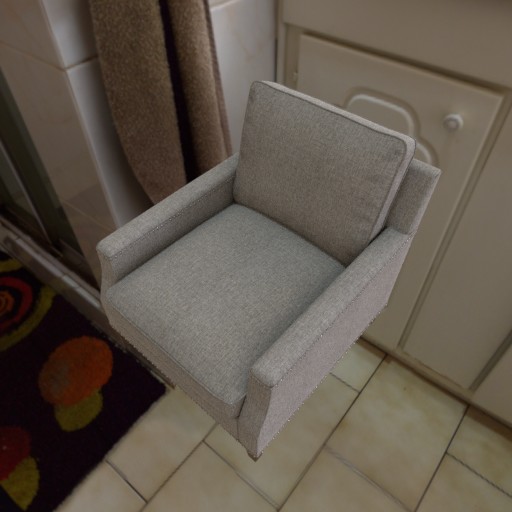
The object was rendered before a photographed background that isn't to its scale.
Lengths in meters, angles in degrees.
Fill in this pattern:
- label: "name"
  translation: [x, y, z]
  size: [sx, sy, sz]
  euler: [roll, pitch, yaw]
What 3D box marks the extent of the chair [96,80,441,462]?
- label: "chair"
  translation: [0.000, 0.000, 1.709]
  size: [0.853, 0.943, 1.014]
  euler: [33, 55, 27]
